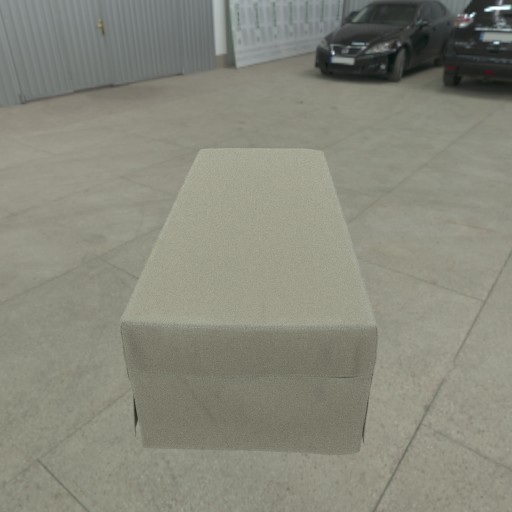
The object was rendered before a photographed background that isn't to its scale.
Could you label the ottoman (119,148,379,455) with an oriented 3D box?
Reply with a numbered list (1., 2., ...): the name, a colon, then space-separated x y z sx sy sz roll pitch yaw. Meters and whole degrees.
1. ottoman: 0.000 0.000 1.708 0.665 0.457 1.388 1 31 2
